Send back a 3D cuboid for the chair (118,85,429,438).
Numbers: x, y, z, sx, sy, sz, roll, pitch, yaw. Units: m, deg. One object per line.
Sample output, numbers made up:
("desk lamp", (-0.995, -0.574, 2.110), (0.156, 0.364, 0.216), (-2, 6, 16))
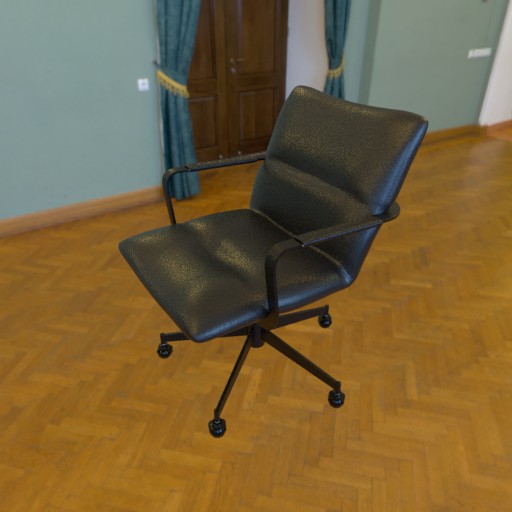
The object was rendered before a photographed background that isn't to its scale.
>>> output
("chair", (0.000, 0.000, 1.445), (0.748, 0.922, 0.719), (-19, 36, -28))
